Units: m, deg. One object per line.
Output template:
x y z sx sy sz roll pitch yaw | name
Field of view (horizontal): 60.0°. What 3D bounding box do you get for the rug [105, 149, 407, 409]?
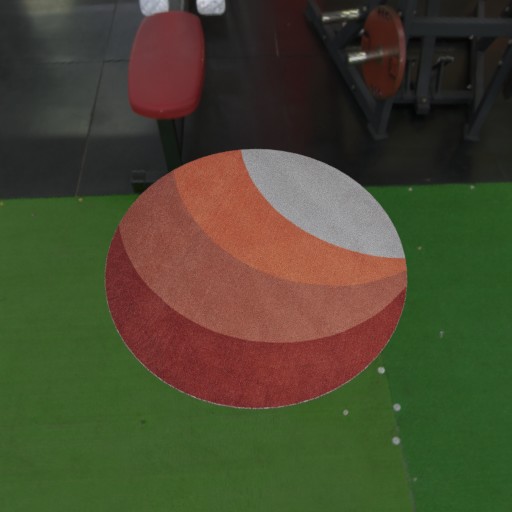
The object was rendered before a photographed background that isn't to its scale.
0.000 0.000 2.257 1.514 0.015 1.514 0 58 0 | rug
